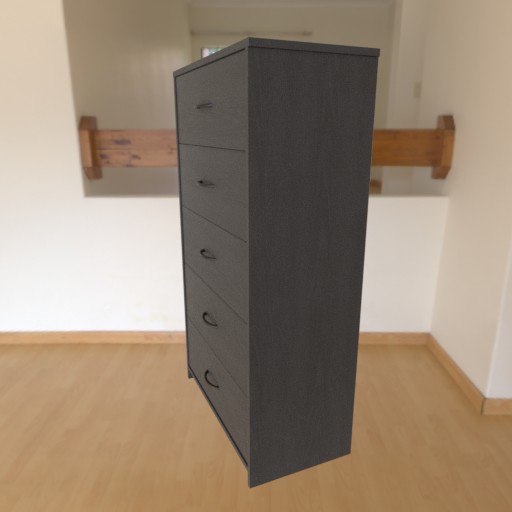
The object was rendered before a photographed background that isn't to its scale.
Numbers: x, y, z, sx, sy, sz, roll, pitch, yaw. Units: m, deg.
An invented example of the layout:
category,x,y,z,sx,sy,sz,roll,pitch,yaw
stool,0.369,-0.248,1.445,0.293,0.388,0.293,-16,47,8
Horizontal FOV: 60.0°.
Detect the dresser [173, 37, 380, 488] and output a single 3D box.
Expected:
category,x,y,z,sx,sy,sz,roll,pitch,yaw
dresser,0.000,0.000,1.551,0.399,1.255,0.704,-7,17,-23
